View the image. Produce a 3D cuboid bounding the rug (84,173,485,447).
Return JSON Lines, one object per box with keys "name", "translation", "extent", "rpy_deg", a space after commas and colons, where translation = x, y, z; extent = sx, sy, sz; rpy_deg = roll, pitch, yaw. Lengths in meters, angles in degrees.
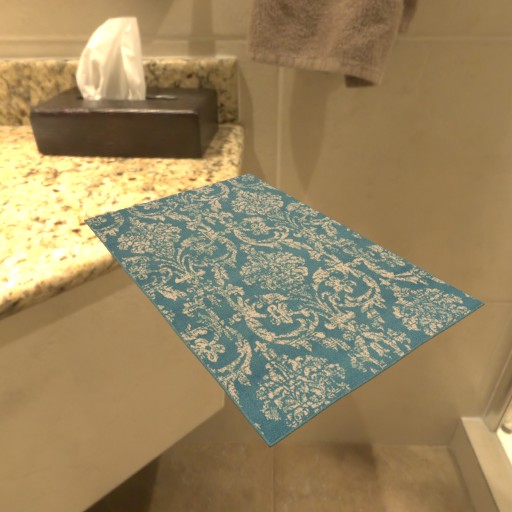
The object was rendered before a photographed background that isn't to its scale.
{"name": "rug", "translation": [0.000, 0.000, 2.313], "extent": [1.211, 0.012, 1.833], "rpy_deg": [-22, 39, -29]}
